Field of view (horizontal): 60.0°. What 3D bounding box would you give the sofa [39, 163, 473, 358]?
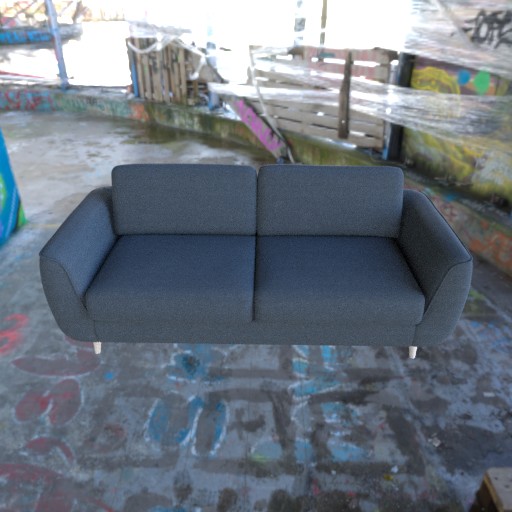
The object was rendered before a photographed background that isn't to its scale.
[{"bbox_3d":[0.000,0.000,2.424,2.000,0.850,0.920,1,31,1],"label":"sofa"}]
